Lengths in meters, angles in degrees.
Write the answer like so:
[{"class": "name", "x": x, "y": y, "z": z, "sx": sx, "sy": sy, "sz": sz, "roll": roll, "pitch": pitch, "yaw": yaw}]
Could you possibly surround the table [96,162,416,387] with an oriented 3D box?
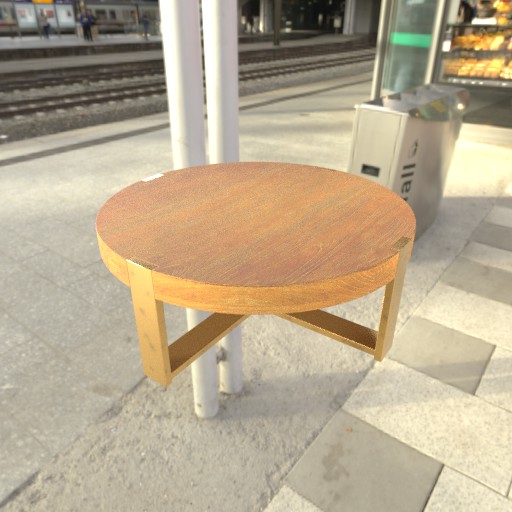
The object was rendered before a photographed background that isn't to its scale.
[{"class": "table", "x": 0.000, "y": 0.000, "z": 1.700, "sx": 1.100, "sy": 0.420, "sz": 1.100, "roll": 0, "pitch": 28, "yaw": 0}]
